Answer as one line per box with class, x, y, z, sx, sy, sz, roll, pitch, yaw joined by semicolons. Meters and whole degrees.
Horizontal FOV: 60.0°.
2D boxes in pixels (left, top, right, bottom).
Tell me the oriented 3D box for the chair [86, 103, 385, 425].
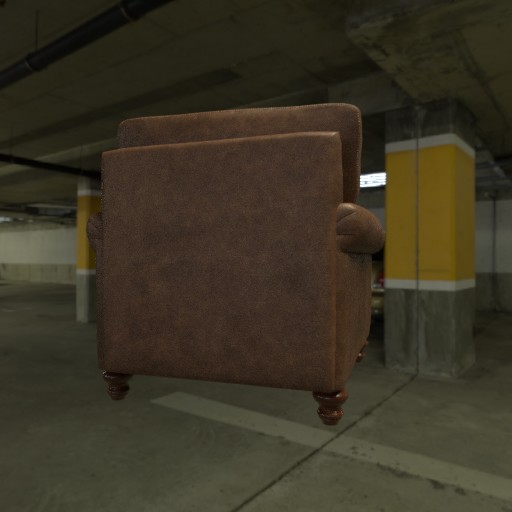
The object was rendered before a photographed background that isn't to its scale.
chair;0.000;0.000;1.790;0.996;0.976;1.002;0;0;18
